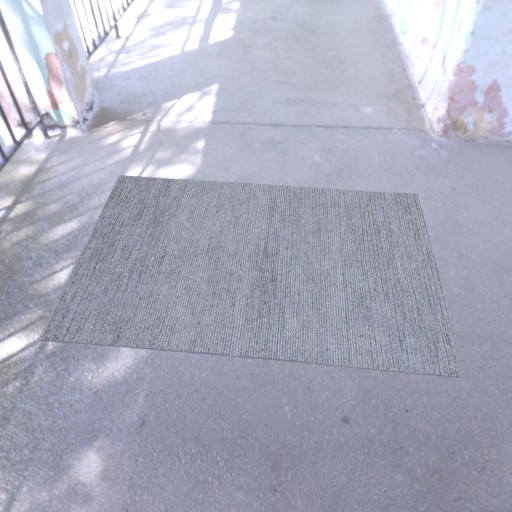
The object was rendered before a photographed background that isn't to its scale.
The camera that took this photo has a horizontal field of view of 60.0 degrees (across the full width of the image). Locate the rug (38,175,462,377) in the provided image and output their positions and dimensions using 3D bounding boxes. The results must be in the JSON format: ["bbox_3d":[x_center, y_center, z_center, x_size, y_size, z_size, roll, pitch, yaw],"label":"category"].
[{"bbox_3d":[0.000,0.000,2.231,1.789,0.021,1.159,4,48,4],"label":"rug"}]
